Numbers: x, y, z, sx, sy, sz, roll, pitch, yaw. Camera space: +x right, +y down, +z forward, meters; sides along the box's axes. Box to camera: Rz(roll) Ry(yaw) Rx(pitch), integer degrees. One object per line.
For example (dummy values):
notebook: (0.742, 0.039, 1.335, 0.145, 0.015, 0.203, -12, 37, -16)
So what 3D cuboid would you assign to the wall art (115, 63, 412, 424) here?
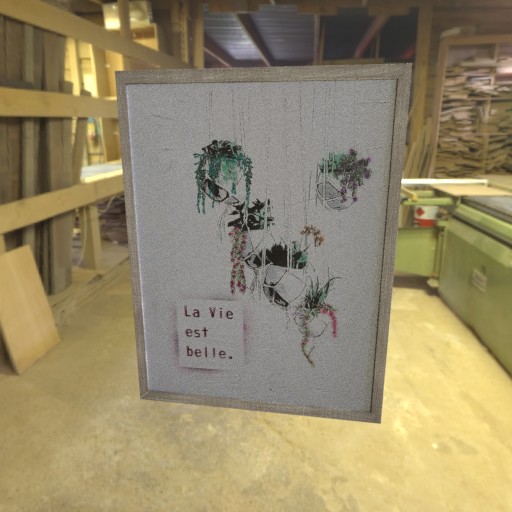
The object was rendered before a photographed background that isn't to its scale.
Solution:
wall art: (0.000, 0.000, 1.298, 0.781, 1.022, 0.035, 3, 16, 9)
